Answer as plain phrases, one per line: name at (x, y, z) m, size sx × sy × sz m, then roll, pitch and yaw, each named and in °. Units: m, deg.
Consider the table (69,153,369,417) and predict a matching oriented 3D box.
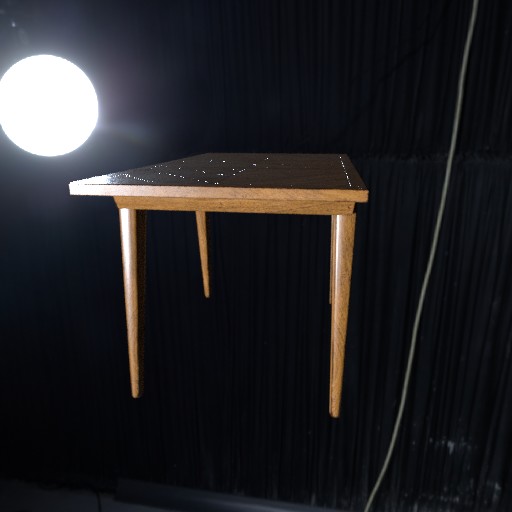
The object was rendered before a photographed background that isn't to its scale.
table at (0.000, 0.000, 1.858) m, size 0.757 × 0.760 × 1.400 m, roll 3°, pitch 16°, yaw 9°
